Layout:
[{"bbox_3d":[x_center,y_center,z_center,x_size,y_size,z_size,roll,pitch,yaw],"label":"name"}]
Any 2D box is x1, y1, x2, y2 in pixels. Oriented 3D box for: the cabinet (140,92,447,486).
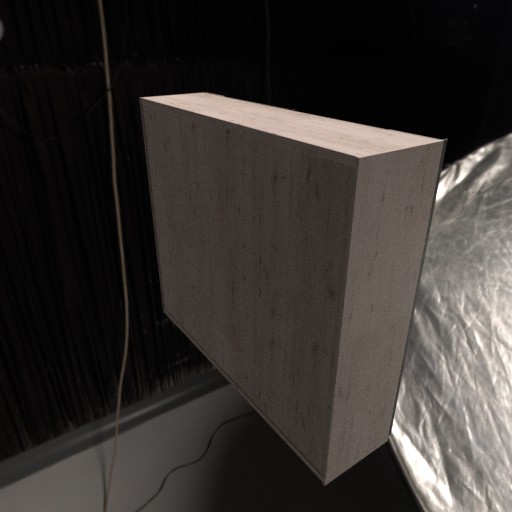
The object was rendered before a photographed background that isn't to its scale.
[{"bbox_3d":[0.000,0.000,3.518,0.660,2.180,2.500,-18,32,-31],"label":"cabinet"}]
